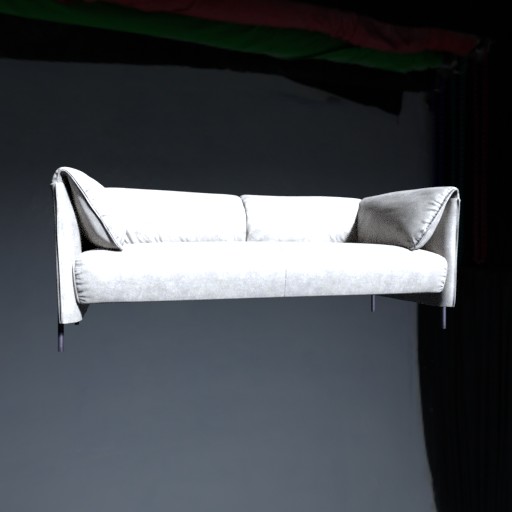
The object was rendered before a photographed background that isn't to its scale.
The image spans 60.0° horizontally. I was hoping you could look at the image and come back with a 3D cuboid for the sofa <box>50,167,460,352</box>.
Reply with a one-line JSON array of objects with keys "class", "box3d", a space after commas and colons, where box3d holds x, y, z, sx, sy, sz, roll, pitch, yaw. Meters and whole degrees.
[{"class": "sofa", "box3d": [0.000, 0.000, 2.335, 1.878, 0.747, 0.905, 0, 1, -17]}]
